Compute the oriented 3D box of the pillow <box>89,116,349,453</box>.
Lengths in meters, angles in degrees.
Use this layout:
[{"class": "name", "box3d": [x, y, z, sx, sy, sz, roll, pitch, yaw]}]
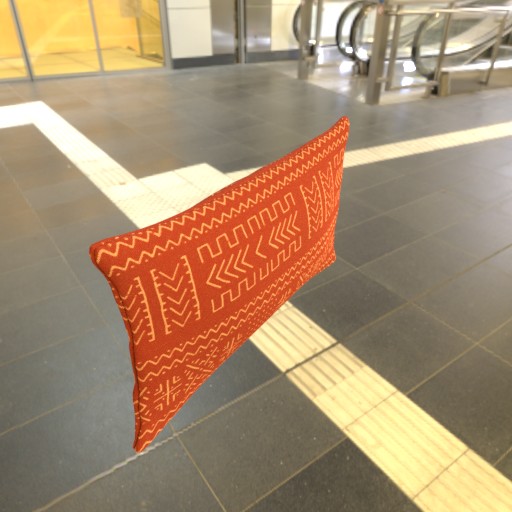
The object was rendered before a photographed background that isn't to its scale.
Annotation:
[{"class": "pillow", "box3d": [0.000, 0.000, 0.779, 0.130, 0.352, 0.640, 21, 38, 29]}]
